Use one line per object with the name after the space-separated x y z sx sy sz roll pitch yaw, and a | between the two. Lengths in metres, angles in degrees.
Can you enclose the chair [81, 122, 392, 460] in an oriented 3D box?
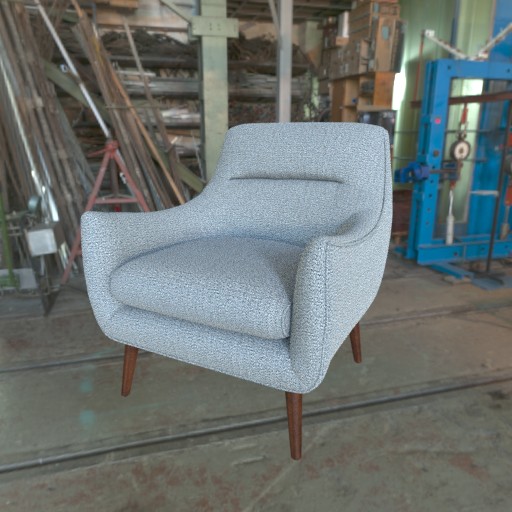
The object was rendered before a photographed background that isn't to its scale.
0.000 0.000 1.435 0.762 0.838 0.787 8 18 27 | chair
